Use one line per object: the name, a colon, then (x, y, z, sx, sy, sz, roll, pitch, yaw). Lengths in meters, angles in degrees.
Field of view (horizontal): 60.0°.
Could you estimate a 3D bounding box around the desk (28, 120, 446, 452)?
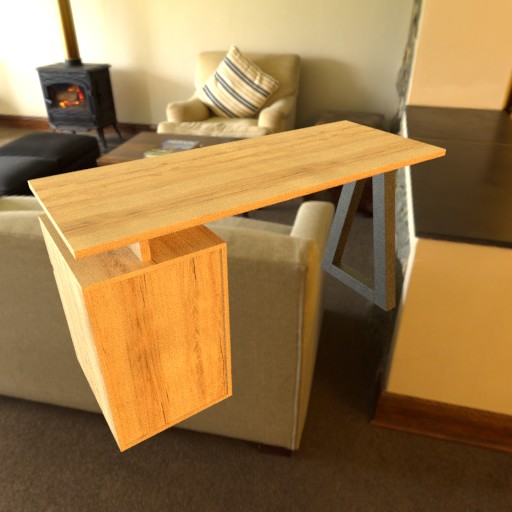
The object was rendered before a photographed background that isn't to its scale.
desk: (0.000, 0.000, 1.761, 1.400, 0.760, 0.550, -19, 36, -29)
